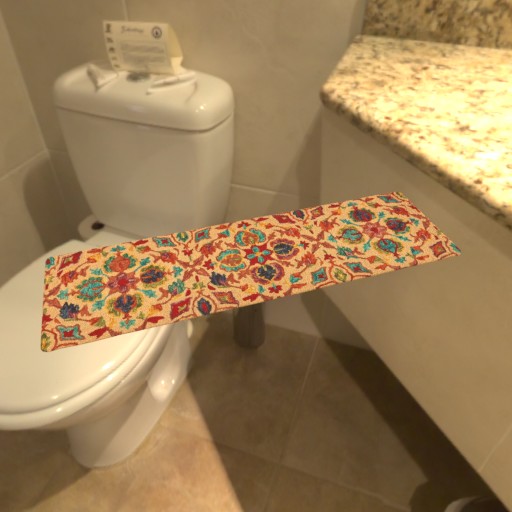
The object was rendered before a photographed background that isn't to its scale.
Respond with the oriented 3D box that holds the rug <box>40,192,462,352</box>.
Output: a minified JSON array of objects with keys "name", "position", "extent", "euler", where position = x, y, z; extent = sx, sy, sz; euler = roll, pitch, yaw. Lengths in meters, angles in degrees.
[{"name":"rug","position":[0.000,0.000,2.518],"extent":[2.273,0.016,0.693],"euler":[-12,42,-13]}]
